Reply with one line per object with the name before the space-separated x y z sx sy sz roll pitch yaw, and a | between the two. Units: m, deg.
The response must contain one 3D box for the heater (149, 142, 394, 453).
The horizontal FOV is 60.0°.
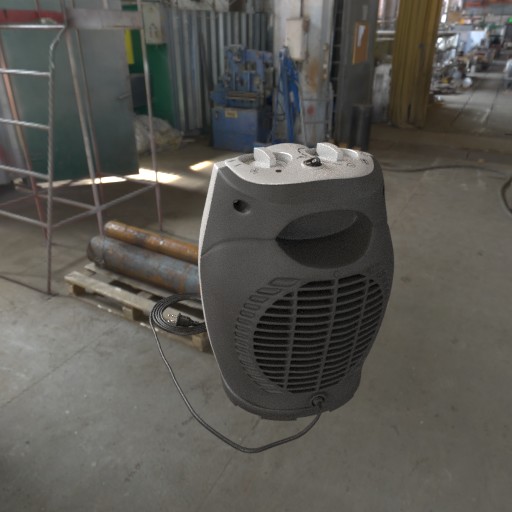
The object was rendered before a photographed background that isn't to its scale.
heater | 0.000 0.000 0.482 0.239 0.255 0.291 -8 28 -15
